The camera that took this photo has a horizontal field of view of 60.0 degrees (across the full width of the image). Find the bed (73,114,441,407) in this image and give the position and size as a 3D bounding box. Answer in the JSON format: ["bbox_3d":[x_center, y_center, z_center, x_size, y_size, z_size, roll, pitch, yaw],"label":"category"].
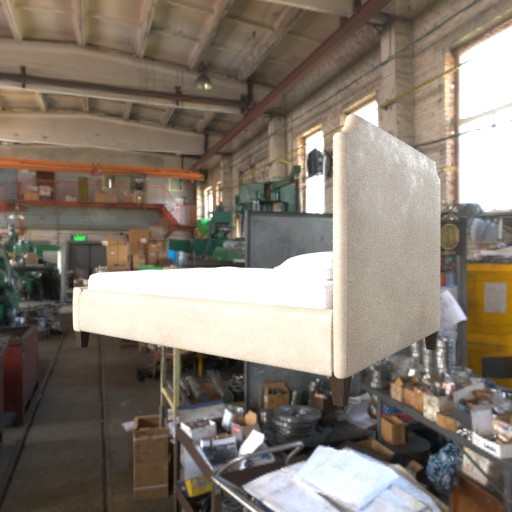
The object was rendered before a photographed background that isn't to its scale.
[{"bbox_3d":[0.000,0.000,3.457,2.372,1.443,1.712,0,0,37],"label":"bed"}]
